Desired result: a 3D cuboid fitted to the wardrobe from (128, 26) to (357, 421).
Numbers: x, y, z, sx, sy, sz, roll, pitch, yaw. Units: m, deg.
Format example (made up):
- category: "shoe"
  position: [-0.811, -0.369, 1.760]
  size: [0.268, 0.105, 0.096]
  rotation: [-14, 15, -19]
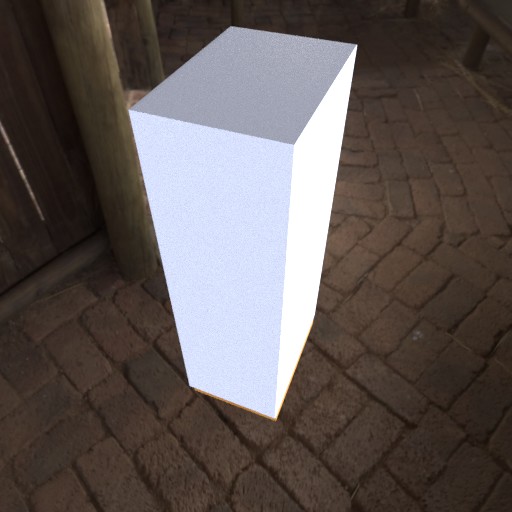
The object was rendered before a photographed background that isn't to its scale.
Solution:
- category: "wardrobe"
  position: [0.000, 0.000, 2.455]
  size: [0.600, 2.040, 0.860]
  rotation: [16, 48, 15]
